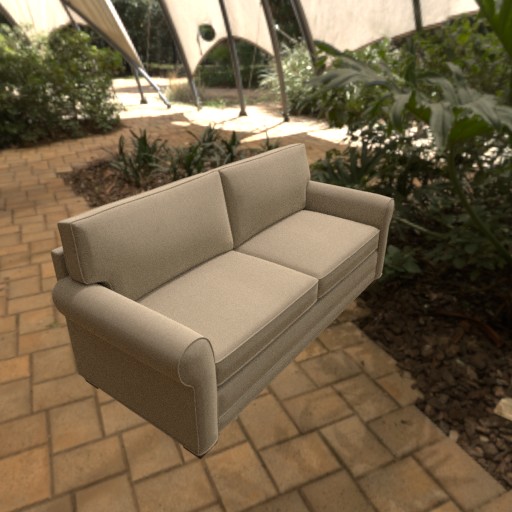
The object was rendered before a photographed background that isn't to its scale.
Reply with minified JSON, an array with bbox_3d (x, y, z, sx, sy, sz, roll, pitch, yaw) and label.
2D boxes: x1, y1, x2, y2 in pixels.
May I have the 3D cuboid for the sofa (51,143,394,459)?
[{"bbox_3d":[0.000,0.000,2.643,0.901,0.962,2.146,18,32,32],"label":"sofa"}]
